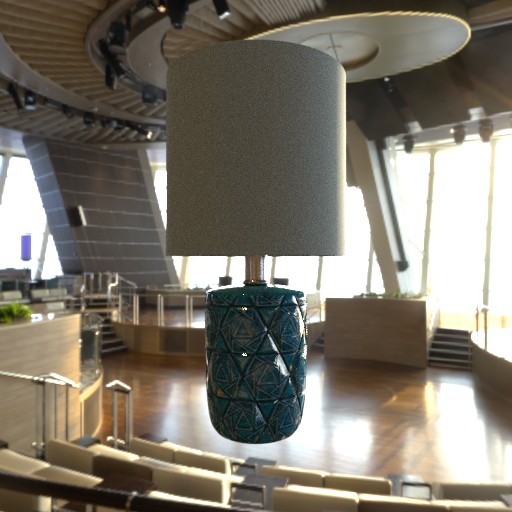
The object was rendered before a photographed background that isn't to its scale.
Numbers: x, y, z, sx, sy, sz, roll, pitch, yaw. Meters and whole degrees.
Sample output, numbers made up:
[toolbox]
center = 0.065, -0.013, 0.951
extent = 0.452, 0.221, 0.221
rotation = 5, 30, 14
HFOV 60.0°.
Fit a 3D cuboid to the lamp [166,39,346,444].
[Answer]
[lamp]
center = 0.000, 0.000, 0.482
extent = 0.193, 0.377, 0.193
rotation = 0, -1, 0
